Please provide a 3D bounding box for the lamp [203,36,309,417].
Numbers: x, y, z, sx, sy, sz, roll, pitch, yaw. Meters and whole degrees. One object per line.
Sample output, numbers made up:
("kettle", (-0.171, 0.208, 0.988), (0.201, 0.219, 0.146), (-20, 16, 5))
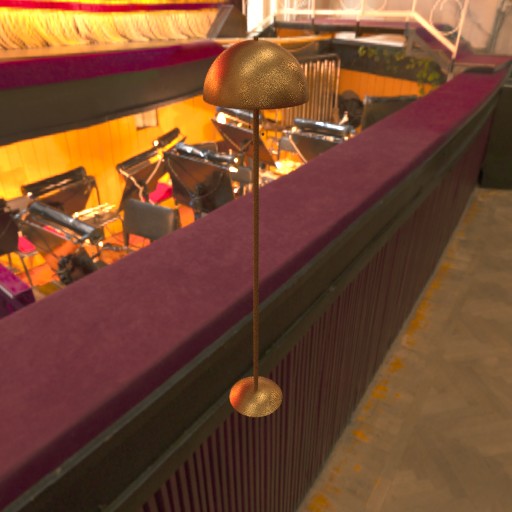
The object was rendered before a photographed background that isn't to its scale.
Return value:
("lamp", (0.000, 0.000, 1.662), (0.328, 1.480, 0.328), (21, 36, 32))
